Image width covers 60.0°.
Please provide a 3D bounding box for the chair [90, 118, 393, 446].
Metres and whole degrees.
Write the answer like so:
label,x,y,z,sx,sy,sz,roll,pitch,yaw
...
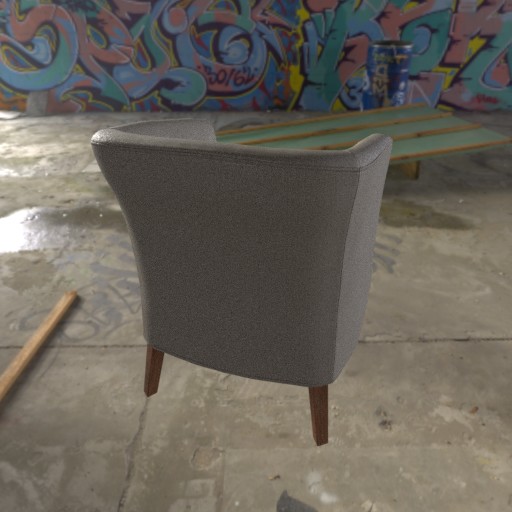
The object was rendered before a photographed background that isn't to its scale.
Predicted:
label,x,y,z,sx,sy,sz,roll,pitch,yaw
chair,0.000,0.000,1.201,0.600,0.771,0.668,10,31,17
